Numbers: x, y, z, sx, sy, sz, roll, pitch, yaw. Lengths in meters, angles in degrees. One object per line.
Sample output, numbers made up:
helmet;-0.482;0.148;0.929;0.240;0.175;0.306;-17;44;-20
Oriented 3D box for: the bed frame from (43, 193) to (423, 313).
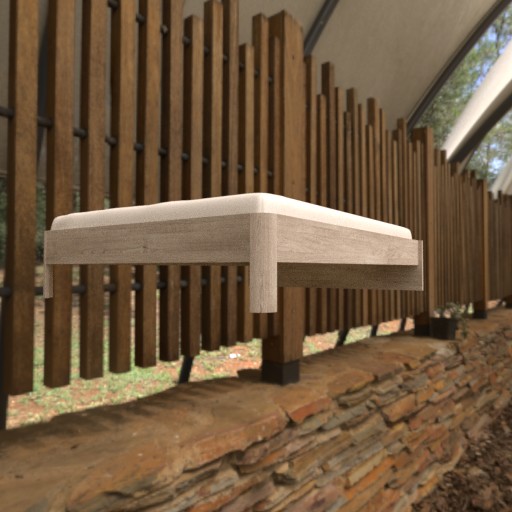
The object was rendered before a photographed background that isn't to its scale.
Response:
bed frame;0.000;0.000;2.729;1.490;0.462;1.950;-1;-2;35
